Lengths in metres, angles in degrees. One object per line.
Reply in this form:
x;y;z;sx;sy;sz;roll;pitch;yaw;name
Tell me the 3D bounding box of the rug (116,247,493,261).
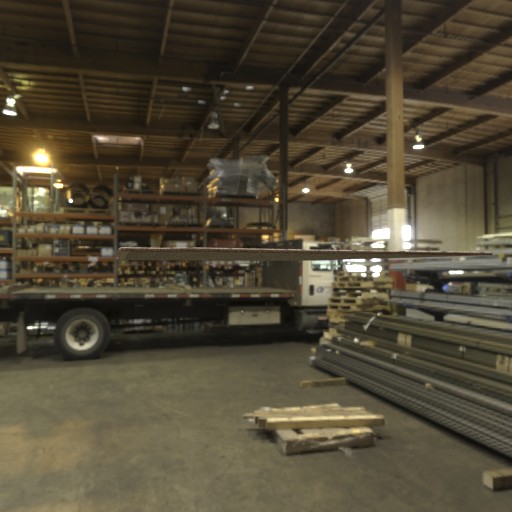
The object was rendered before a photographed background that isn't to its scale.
0.000;0.000;4.098;2.453;0.043;3.052;0;-1;-18;rug
